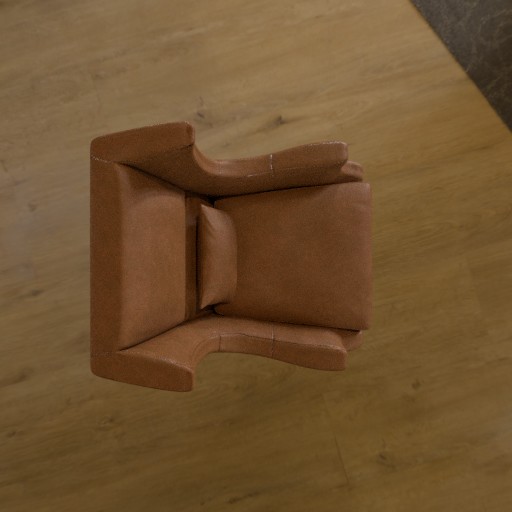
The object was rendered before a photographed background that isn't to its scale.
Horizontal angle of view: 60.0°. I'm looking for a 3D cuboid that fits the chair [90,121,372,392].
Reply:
[{"bbox_3d":[0.000,0.000,1.718,0.925,1.016,0.852,0,90,1],"label":"chair"}]
